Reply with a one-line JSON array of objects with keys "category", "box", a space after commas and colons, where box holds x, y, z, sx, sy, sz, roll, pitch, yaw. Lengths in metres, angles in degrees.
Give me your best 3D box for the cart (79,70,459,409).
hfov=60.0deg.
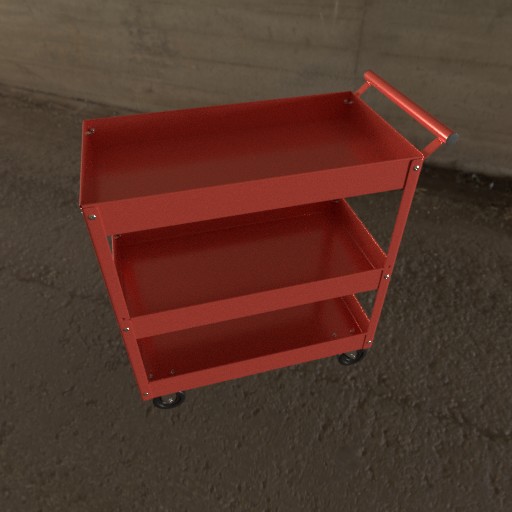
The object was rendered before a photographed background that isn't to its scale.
[{"category": "cart", "box": [0.000, 0.000, 1.174, 0.719, 0.780, 0.366, -10, 43, -11]}]
